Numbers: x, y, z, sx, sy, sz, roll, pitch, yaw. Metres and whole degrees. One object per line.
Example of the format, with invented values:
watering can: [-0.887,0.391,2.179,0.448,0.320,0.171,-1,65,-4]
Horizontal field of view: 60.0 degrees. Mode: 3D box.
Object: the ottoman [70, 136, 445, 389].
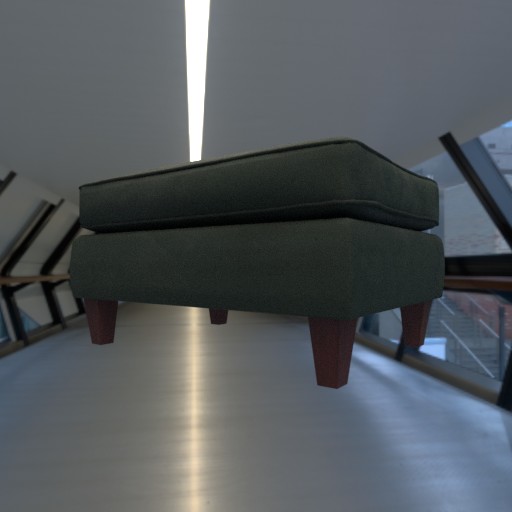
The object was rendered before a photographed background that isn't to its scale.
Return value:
ottoman: [0.000,0.000,1.249,0.864,0.495,0.632,-1,-1,36]
